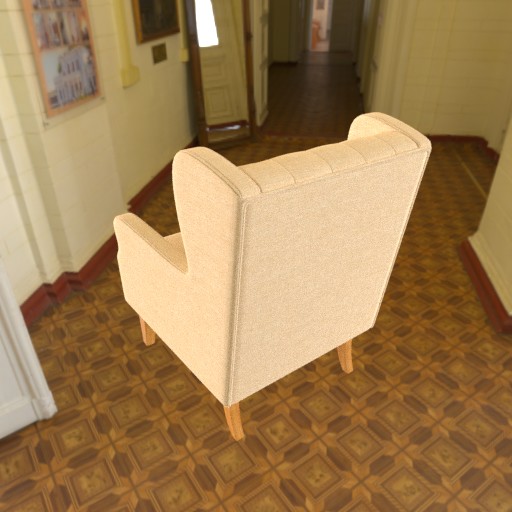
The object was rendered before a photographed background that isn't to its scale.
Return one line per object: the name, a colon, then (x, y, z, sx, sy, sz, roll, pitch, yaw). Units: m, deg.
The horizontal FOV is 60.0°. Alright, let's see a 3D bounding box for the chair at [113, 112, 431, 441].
chair: (0.000, 0.000, 1.498, 0.710, 0.930, 0.760, -20, 36, -30)
